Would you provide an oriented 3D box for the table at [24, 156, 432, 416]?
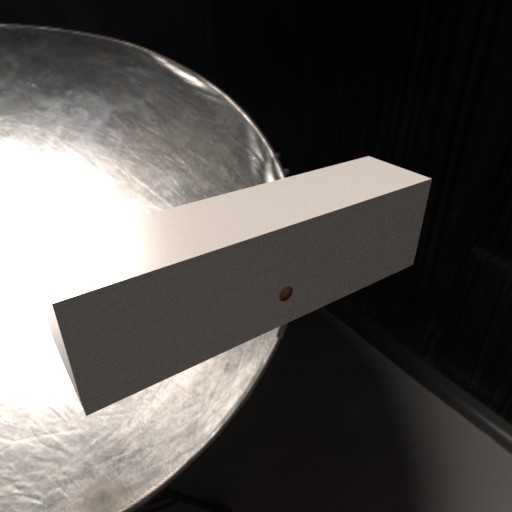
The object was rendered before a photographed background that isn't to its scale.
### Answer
[{"bbox_3d":[0.000,0.000,1.773,1.550,0.440,0.400,-20,36,-29],"label":"table"}]
